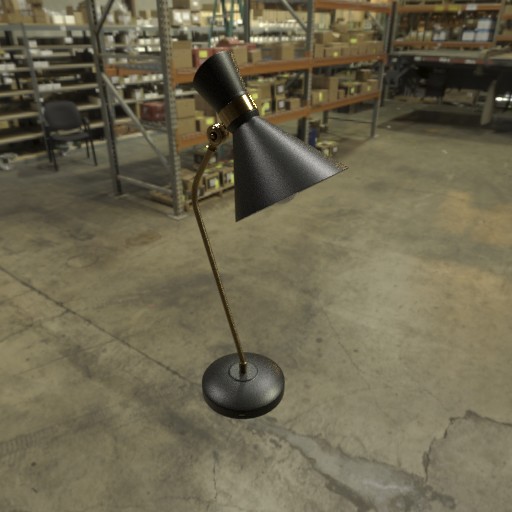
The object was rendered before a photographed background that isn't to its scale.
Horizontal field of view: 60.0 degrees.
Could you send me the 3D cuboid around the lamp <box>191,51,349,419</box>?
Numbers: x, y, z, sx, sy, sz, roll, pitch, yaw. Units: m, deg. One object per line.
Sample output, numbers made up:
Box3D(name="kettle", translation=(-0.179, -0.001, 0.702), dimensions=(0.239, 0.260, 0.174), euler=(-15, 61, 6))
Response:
Box3D(name="lamp", translation=(0.000, 0.000, 0.772), dimensions=(0.292, 0.647, 0.189), euler=(19, 33, 32))
